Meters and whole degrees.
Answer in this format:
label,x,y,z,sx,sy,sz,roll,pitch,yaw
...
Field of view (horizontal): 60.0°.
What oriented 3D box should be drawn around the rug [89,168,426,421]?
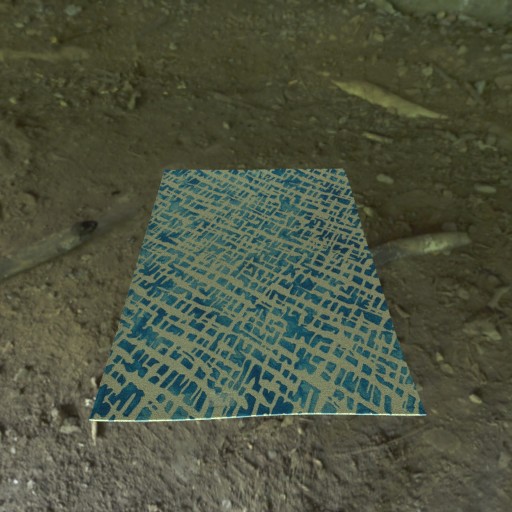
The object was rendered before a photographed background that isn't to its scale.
label,x,y,z,sx,sy,sz,roll,pitch,yaw
rug,0.000,0.000,2.282,1.209,0.011,1.830,0,40,0
